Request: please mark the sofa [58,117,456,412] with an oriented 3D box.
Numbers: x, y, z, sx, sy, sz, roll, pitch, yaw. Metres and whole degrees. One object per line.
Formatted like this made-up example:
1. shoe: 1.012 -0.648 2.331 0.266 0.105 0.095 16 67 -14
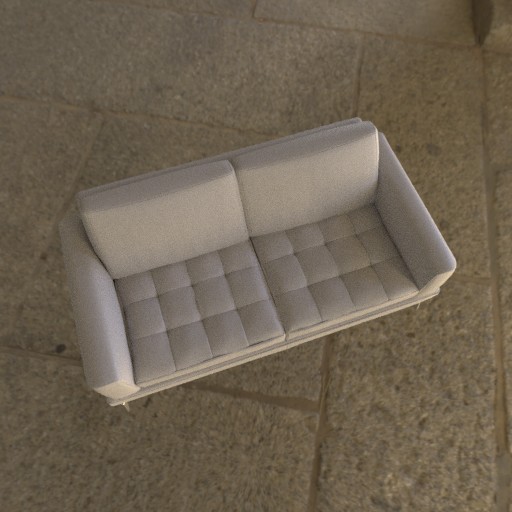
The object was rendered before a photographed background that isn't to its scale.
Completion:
1. sofa: 0.000 0.000 2.722 2.177 0.930 1.121 -17 66 -8
